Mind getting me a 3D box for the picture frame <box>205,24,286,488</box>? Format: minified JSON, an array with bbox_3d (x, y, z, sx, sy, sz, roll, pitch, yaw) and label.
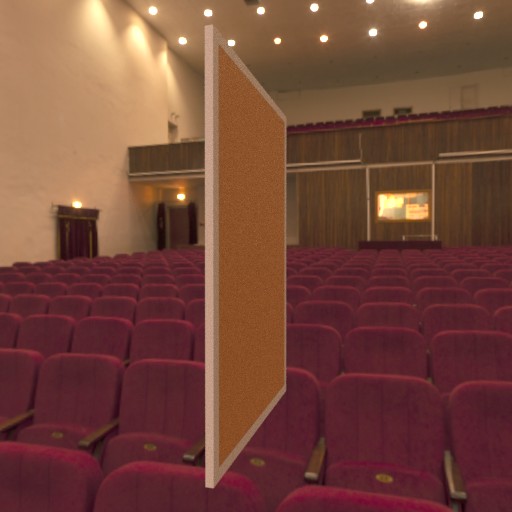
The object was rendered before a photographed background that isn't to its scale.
[{"bbox_3d":[0.000,0.000,0.848,0.013,0.657,0.457,0,1,17],"label":"picture frame"}]
